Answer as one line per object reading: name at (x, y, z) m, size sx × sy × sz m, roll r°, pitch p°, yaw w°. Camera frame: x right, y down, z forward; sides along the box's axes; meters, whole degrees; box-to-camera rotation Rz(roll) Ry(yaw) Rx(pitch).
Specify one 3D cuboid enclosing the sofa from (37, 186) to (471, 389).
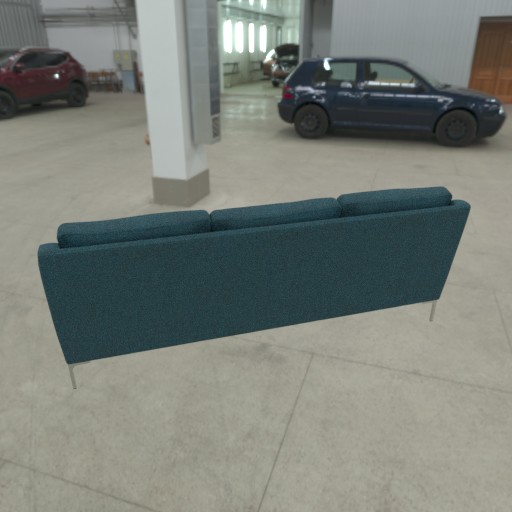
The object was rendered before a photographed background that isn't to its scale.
sofa at (0.000, 0.000, 2.482) m, size 2.060 × 0.837 × 0.849 m, roll -7°, pitch 26°, yaw -15°
